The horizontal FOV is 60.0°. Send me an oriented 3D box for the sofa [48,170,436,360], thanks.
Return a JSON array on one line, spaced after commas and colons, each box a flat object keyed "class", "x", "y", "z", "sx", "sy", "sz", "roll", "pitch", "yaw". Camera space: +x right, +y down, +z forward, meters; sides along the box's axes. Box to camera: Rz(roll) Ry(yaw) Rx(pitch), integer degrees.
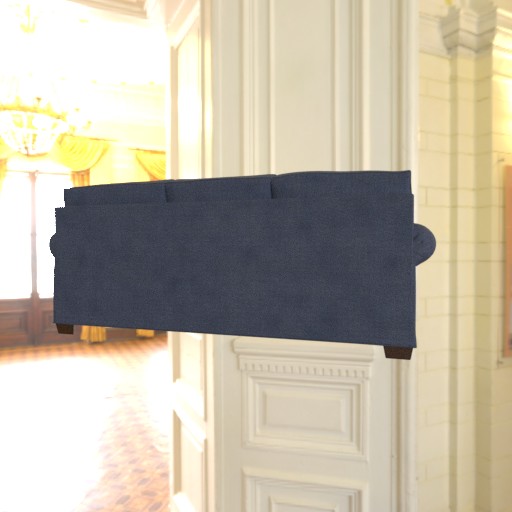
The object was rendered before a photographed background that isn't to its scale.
[{"class": "sofa", "x": 0.000, "y": 0.000, "z": 3.519, "sx": 2.567, "sy": 1.063, "sz": 1.780, "roll": 0, "pitch": 1, "yaw": 18}]
